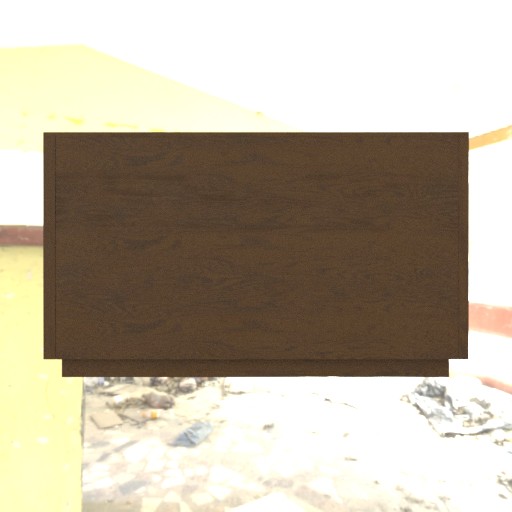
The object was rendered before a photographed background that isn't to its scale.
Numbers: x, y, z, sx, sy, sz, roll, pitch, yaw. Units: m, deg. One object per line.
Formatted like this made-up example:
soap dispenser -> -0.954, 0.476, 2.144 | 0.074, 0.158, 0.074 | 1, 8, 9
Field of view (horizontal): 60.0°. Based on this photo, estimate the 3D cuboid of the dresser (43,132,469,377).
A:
dresser -> 0.000, 0.000, 1.841 | 1.523, 0.889, 0.512 | 0, 0, 0
